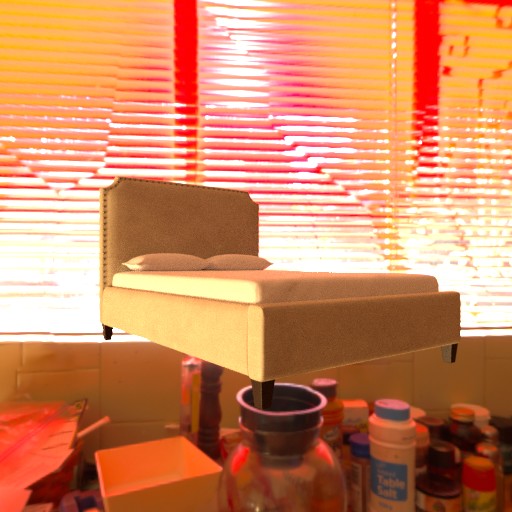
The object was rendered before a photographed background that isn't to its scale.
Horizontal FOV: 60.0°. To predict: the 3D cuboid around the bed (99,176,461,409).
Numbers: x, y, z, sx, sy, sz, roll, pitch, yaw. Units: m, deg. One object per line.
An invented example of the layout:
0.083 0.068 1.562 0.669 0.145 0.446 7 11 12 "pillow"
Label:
0.000 0.000 3.430 1.712 1.443 2.372 1 -1 -36 "bed"
